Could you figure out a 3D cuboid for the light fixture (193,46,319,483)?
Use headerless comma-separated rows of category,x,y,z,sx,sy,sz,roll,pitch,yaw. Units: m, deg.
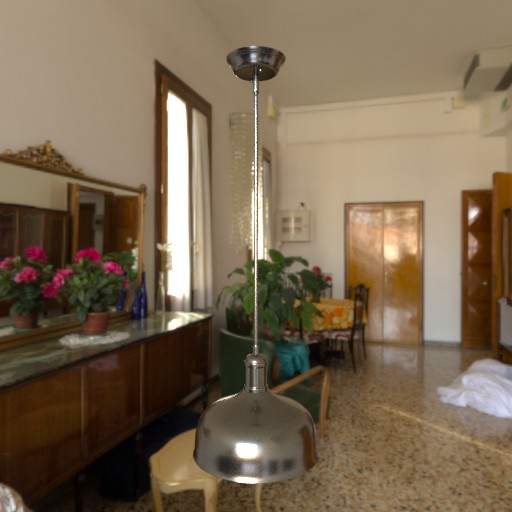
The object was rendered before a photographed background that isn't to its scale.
light fixture,0.000,0.000,1.060,0.299,0.935,0.299,0,0,-19
